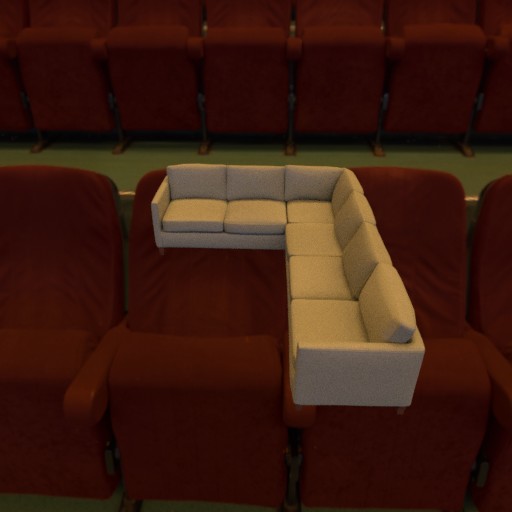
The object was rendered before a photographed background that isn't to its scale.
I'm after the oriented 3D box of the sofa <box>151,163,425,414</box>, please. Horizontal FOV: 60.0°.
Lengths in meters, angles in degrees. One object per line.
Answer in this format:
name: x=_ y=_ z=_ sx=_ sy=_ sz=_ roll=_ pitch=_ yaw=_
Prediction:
sofa: x=0.000 y=0.000 z=4.664 sx=2.592 sy=0.947 sz=3.301 roll=1 pitch=32 yaw=2
